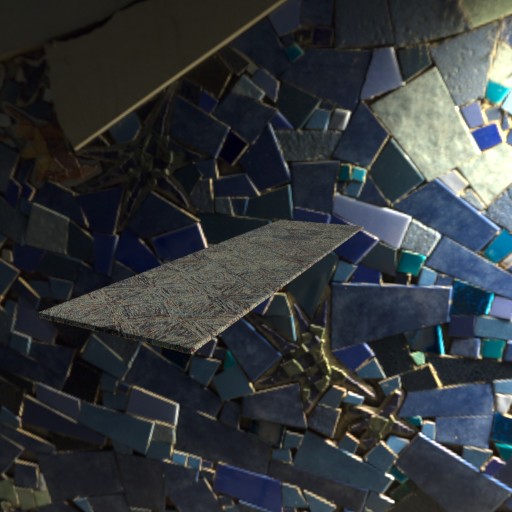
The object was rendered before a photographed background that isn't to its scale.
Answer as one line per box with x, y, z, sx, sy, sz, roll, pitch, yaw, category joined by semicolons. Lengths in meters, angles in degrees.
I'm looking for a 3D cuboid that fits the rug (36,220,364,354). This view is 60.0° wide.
0.000;0.000;2.475;0.688;0.015;2.292;7;16;25;rug
